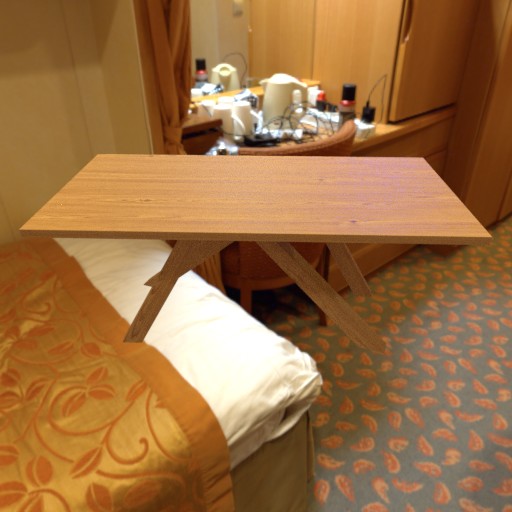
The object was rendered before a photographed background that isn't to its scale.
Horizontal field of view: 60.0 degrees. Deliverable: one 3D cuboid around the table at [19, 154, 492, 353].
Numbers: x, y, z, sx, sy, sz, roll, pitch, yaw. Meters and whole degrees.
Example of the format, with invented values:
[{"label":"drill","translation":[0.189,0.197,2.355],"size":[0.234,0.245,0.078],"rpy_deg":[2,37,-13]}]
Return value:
[{"label":"table","translation":[0.000,0.000,2.260],"size":[1.797,0.750,0.901],"rpy_deg":[1,31,2]}]
